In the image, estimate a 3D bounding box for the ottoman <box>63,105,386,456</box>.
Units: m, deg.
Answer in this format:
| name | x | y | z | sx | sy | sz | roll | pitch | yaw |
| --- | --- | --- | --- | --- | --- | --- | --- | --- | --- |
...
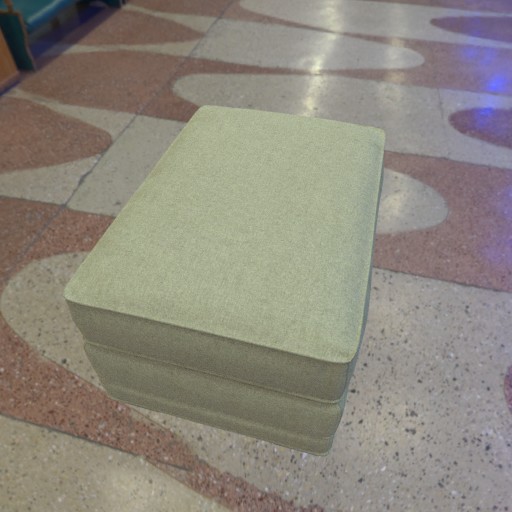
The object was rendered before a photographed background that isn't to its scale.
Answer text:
| name | x | y | z | sx | sy | sz | roll | pitch | yaw |
| --- | --- | --- | --- | --- | --- | --- | --- | --- | --- |
| ottoman | 0.000 | 0.000 | 1.234 | 0.611 | 0.508 | 0.848 | 11 | 47 | 11 |
